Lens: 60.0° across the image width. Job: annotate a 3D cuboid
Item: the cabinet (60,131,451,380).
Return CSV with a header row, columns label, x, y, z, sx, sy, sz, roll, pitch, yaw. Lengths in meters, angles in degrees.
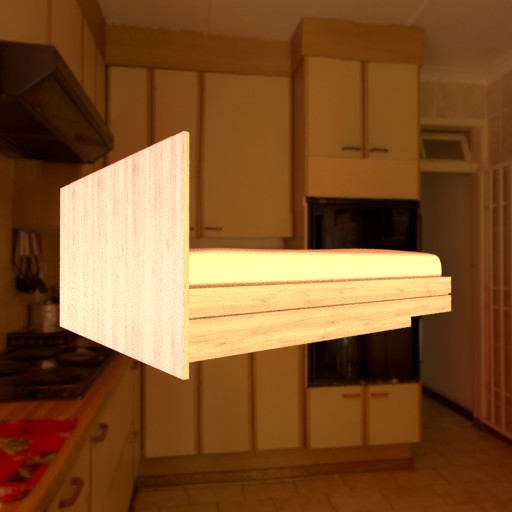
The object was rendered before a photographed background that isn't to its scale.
label,x,y,z,sx,sy,sz,roll,pitch,yaw
cabinet,0.000,0.000,3.030,2.080,0.970,1.750,0,-1,-38
